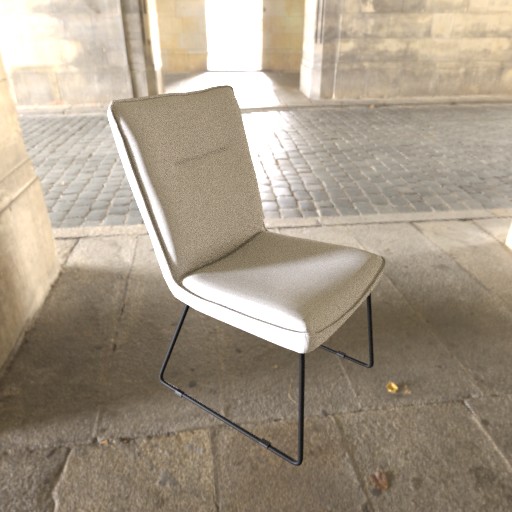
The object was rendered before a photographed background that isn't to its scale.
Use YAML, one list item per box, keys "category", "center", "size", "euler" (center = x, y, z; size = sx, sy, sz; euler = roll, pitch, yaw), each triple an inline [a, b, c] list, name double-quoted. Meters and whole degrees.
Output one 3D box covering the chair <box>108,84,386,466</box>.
- category: "chair"
  center: [0.000, 0.000, 1.387]
  size: [0.688, 0.930, 0.515]
  euler: [19, 33, 32]
